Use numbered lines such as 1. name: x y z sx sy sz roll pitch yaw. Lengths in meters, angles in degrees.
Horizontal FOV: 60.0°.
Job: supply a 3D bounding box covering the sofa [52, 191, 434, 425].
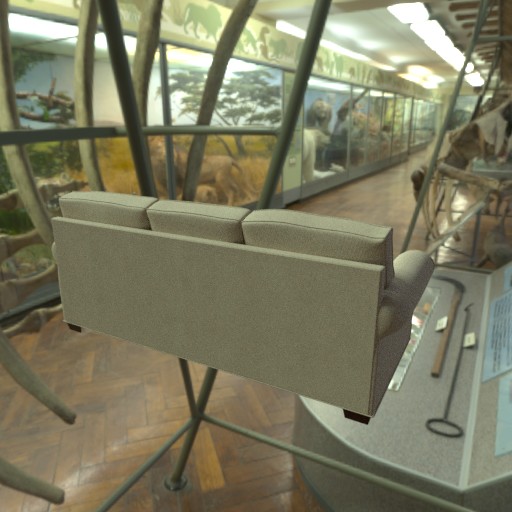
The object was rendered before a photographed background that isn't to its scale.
1. sofa: 0.000 0.000 2.369 1.770 0.734 1.226 9 19 28
